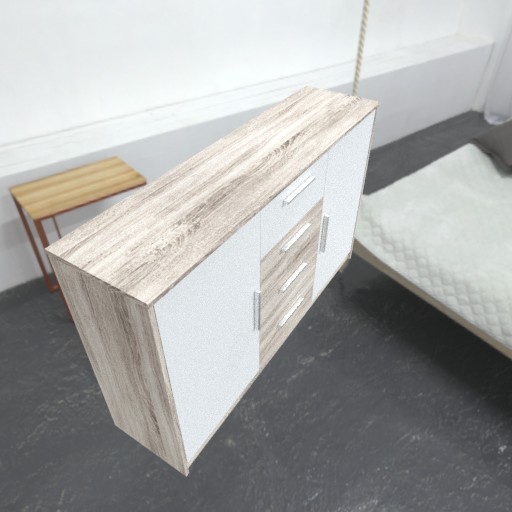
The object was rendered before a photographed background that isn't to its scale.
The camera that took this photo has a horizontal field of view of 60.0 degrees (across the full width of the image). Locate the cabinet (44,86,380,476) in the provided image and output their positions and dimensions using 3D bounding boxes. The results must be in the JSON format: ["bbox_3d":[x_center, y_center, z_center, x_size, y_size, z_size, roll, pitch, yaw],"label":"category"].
[{"bbox_3d":[0.000,0.000,1.835,0.380,0.900,1.450,23,45,25],"label":"cabinet"}]
